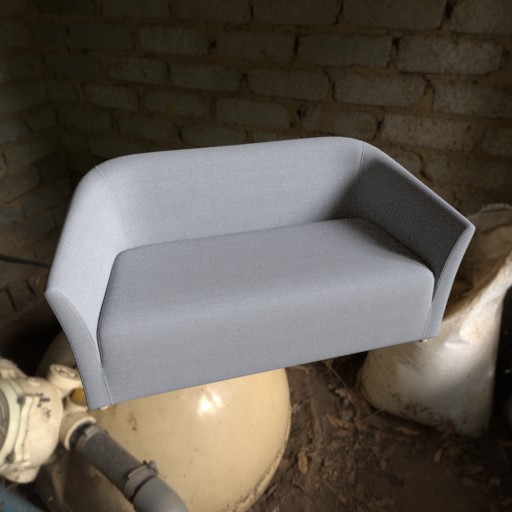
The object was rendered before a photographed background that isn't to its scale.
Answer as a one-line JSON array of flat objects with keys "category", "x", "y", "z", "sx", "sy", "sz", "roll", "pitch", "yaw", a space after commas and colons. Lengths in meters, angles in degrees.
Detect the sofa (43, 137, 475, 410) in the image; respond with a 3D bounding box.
[{"category": "sofa", "x": 0.000, "y": 0.000, "z": 1.819, "sx": 1.452, "sy": 0.721, "sz": 0.705, "roll": -8, "pitch": 34, "yaw": -13}]
